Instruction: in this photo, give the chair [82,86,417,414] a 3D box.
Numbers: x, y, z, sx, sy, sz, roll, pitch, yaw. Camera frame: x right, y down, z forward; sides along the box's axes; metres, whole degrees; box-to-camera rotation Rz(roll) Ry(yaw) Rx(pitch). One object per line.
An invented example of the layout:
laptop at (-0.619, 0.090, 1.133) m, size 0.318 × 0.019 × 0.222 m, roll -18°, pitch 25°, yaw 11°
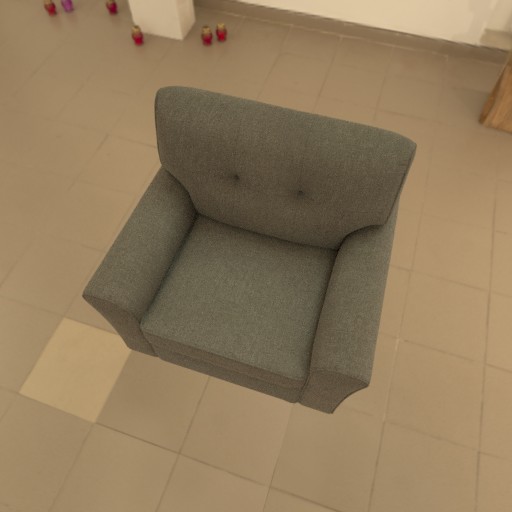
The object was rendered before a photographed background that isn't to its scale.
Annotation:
chair at (0.000, 0.000, 1.640) m, size 0.941 × 0.890 × 0.816 m, roll 15°, pitch 60°, yaw 9°
